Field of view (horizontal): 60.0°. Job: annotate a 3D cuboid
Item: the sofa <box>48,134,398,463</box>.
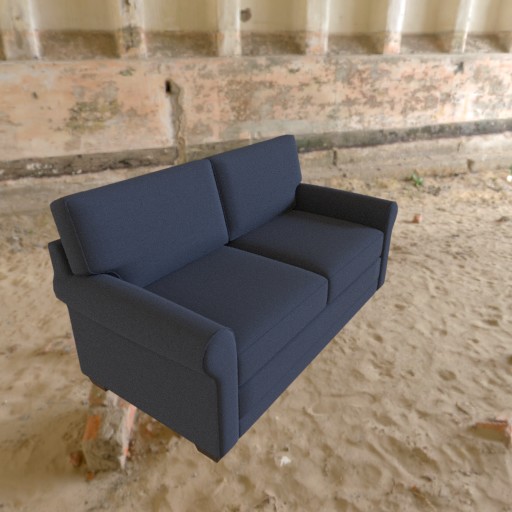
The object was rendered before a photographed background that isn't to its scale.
[{"bbox_3d":[0.000,0.000,2.479,0.940,1.020,1.930,17,30,32],"label":"sofa"}]
